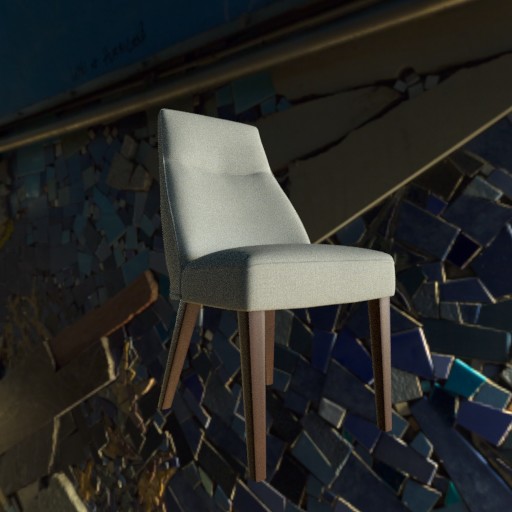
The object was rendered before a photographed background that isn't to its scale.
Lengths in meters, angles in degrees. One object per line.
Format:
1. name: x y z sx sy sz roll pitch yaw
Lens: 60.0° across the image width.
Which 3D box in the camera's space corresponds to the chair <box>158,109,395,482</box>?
1. chair: 0.000 0.000 1.293 0.500 0.930 0.620 -1 2 -36
